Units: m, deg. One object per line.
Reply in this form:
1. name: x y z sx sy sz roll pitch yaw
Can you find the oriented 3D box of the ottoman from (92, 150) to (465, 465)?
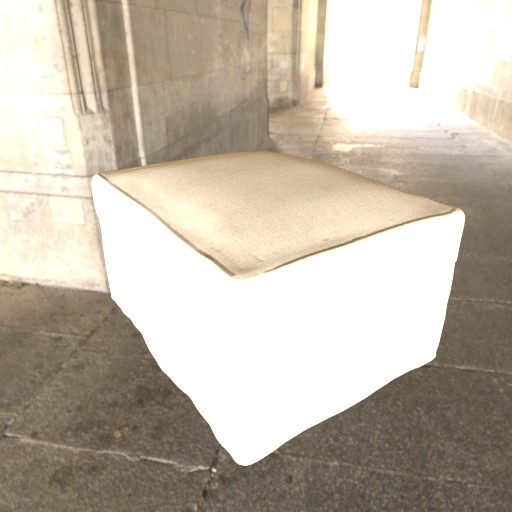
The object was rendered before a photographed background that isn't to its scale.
1. ottoman: 0.000 0.000 1.252 0.650 0.485 0.833 -16 30 -30
